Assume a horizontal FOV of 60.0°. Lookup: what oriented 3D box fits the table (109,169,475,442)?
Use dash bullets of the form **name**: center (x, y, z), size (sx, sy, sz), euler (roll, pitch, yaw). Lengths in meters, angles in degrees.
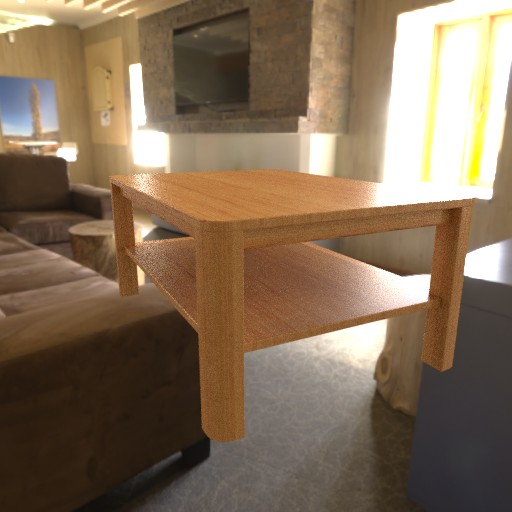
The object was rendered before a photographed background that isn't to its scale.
- **table**: center (0.000, 0.000, 1.382), size (0.696, 0.445, 0.997), euler (-8, 17, -26)
